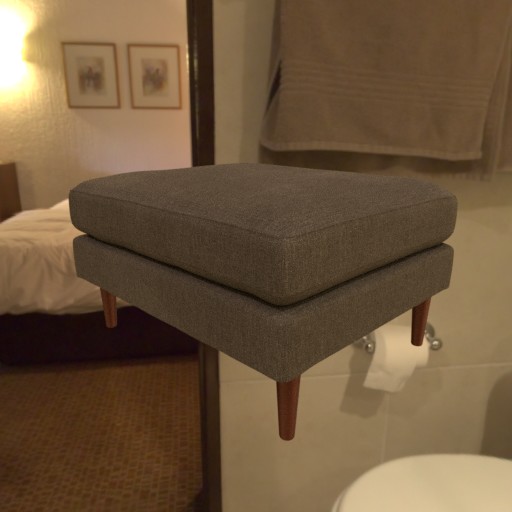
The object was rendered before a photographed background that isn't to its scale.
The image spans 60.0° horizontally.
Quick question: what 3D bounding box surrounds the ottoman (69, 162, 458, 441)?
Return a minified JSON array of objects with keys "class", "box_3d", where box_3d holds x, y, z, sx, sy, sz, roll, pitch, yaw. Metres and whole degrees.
[{"class":"ottoman","box_3d":[0.000,0.000,1.227,0.693,0.474,0.821,-15,22,-43]}]
